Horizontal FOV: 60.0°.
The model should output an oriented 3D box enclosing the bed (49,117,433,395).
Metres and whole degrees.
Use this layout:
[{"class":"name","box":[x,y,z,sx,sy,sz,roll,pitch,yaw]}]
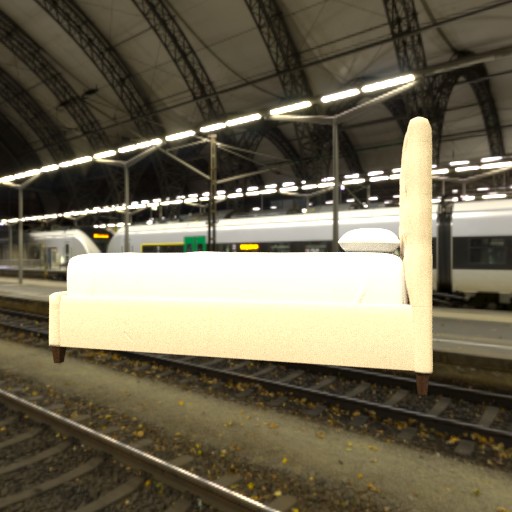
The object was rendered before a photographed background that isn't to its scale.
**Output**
[{"class":"bed","box":[0.000,0.000,3.391,2.387,1.427,1.698,0,0,17]}]
